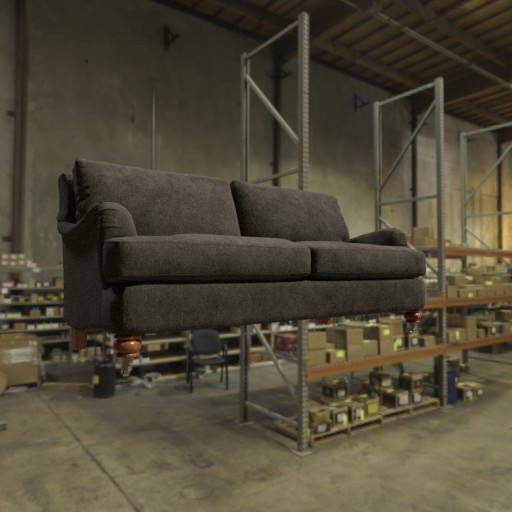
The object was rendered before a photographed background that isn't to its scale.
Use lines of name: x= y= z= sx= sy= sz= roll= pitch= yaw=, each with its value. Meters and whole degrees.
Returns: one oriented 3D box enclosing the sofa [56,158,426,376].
sofa: x=0.000 y=0.000 z=2.756 sx=2.160 sy=1.054 sz=1.087 roll=1 pitch=-2 yaw=-37
